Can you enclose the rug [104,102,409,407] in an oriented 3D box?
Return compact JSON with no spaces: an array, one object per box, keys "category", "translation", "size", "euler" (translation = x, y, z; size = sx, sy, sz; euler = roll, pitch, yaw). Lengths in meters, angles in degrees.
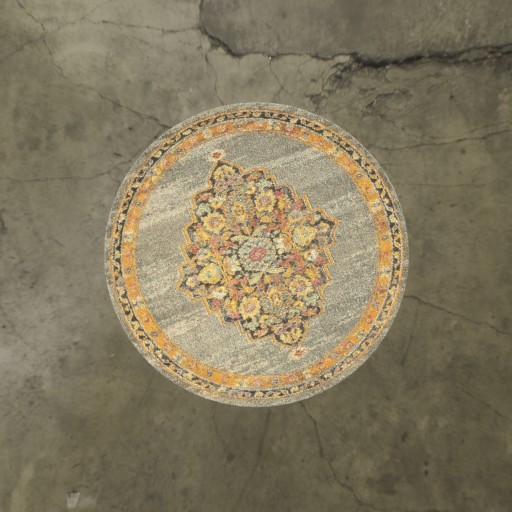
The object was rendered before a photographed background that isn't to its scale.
[{"category":"rug","translation":[0.000,0.000,2.323],"size":[1.598,0.010,1.598],"euler":[0,91,0]}]
